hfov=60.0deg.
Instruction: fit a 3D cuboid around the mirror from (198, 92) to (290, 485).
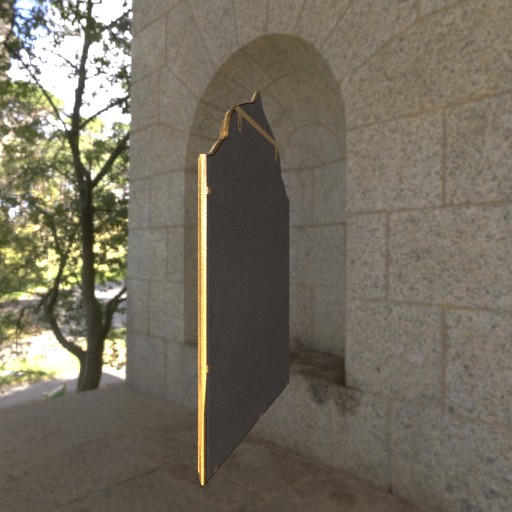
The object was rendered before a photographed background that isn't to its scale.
[{"bbox_3d":[0.000,0.000,0.859,0.018,0.635,0.513,0,0,17],"label":"mirror"}]
